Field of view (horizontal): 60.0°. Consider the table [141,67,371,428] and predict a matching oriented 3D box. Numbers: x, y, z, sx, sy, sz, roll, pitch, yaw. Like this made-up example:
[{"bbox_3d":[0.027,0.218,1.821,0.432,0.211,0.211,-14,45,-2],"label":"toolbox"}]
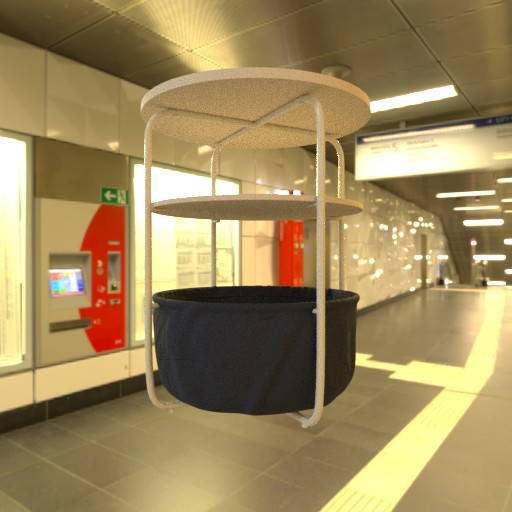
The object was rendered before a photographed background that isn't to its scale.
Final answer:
[{"bbox_3d":[0.000,0.000,0.833,0.418,0.532,0.418,0,0,17],"label":"table"}]
